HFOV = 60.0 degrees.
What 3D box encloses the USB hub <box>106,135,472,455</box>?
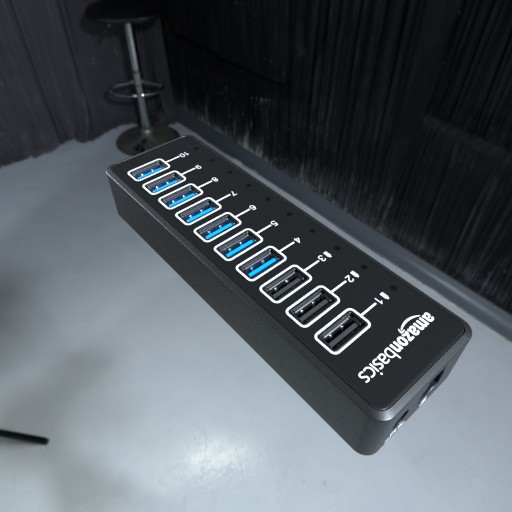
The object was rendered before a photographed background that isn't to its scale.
[{"bbox_3d":[0.000,0.000,0.163,0.044,0.023,0.145,-32,53,-27],"label":"USB hub"}]
